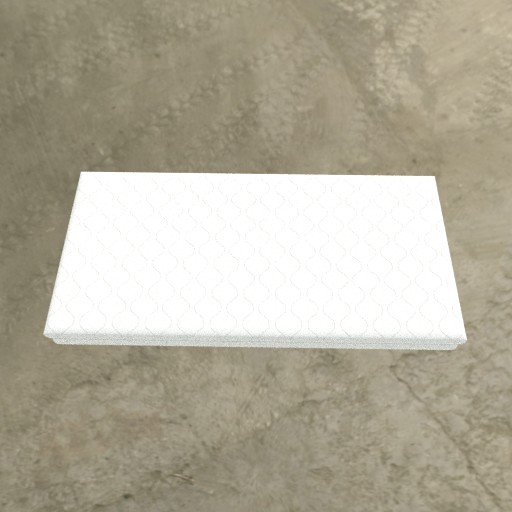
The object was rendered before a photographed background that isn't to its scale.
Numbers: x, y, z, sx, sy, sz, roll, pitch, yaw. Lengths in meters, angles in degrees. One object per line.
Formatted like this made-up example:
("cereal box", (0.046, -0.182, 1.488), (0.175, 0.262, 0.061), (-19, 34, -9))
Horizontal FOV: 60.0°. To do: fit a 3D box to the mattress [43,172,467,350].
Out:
("mattress", (0.000, 0.000, 2.248), (1.900, 0.200, 0.900), (1, 64, 0))
